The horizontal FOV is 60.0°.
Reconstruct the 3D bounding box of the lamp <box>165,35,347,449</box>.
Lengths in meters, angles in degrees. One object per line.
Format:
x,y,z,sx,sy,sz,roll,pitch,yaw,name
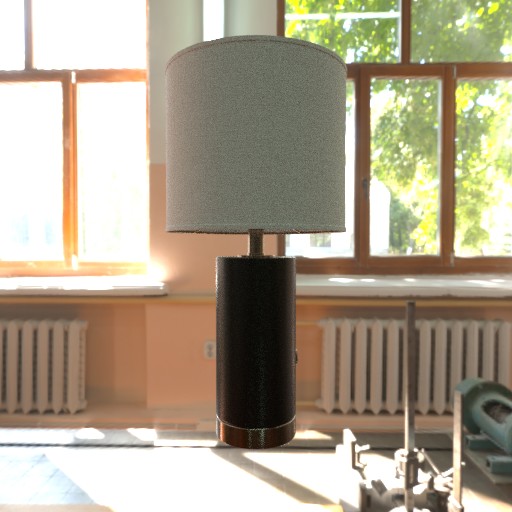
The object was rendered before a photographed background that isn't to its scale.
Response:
0.000,0.000,0.603,0.241,0.482,0.240,1,2,36,lamp
